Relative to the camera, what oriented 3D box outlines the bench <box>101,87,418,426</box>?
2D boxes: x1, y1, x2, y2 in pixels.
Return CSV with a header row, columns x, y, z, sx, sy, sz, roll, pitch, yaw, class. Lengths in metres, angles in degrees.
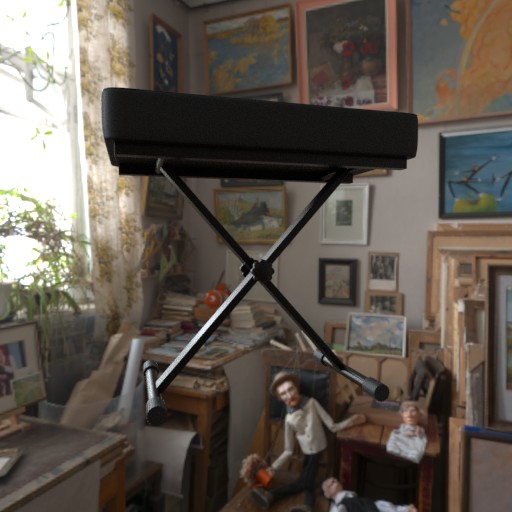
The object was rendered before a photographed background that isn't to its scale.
x,y,z,sx,sy,sz,roll,pitch,yaw,class
0.000,0.000,0.940,0.600,0.561,0.300,-1,2,-15,bench
